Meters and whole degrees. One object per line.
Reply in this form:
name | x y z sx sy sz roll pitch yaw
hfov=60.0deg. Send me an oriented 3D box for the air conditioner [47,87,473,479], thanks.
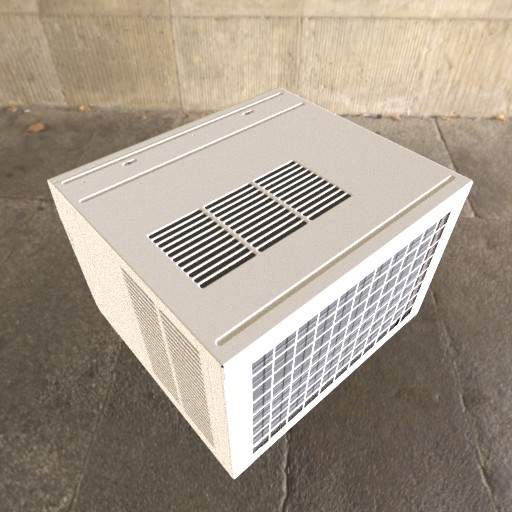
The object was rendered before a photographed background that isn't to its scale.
air conditioner | 0.000 0.000 1.060 0.645 0.455 0.599 -32 53 -28
